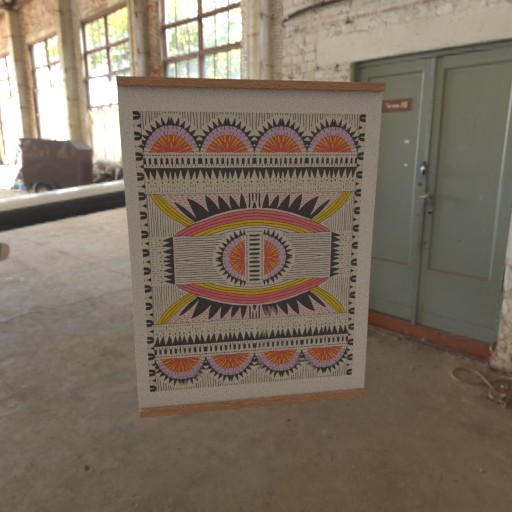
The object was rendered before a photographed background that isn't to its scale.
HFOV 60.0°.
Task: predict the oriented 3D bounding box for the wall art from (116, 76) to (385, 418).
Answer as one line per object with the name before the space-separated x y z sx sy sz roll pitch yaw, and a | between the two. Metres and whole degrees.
wall art | 0.000 0.000 0.821 0.456 0.609 0.028 -2 14 -9
